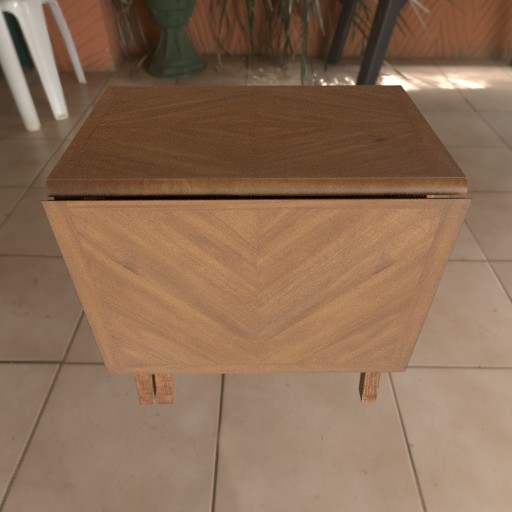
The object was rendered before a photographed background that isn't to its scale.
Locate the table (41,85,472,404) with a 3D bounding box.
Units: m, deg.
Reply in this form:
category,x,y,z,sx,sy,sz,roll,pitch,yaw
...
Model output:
category,x,y,z,sx,sy,sz,roll,pitch,yaw
table,0.000,0.000,1.563,0.967,0.981,0.701,0,41,0
